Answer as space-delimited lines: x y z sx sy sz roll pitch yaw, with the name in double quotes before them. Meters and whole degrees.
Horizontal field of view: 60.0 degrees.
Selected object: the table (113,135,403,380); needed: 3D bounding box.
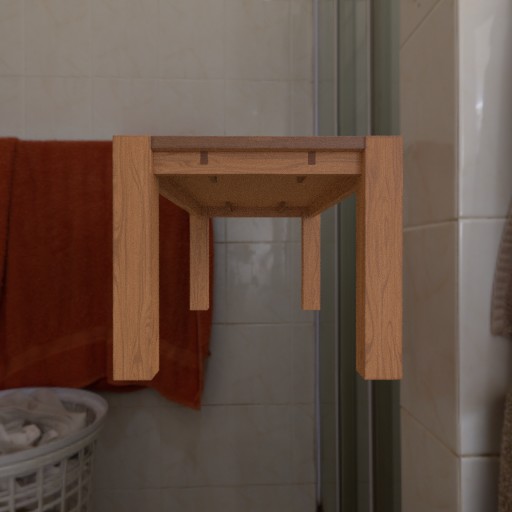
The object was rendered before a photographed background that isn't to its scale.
"table" 0.000 0.000 2.274 0.900 0.760 1.800 0 0 0
